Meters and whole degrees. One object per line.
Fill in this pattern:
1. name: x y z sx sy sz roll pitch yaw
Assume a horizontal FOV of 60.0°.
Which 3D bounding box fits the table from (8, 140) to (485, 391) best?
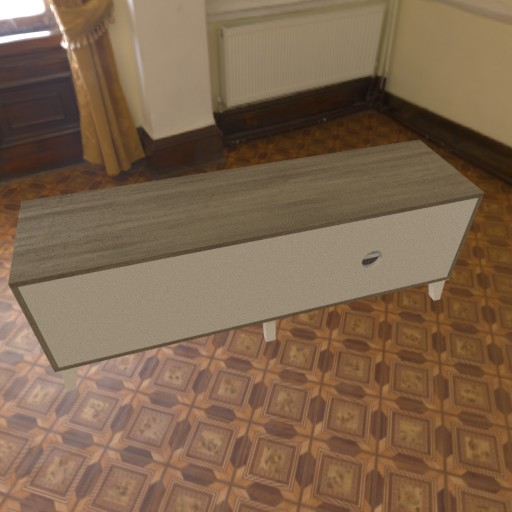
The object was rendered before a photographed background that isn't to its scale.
1. table: 0.000 0.000 1.660 1.500 0.530 0.400 -11 43 -12
